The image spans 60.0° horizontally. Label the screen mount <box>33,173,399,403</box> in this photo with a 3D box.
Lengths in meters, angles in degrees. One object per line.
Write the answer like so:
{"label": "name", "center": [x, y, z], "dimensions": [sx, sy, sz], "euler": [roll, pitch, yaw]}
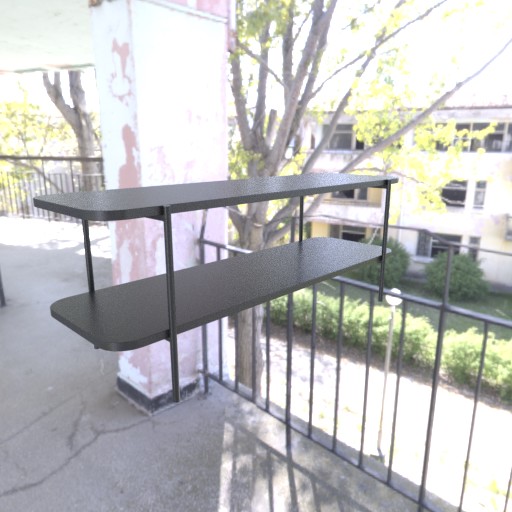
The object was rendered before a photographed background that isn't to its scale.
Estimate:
{"label": "screen mount", "center": [0.000, 0.000, 1.400], "dimensions": [0.400, 0.447, 1.200], "euler": [14, 20, 43]}
